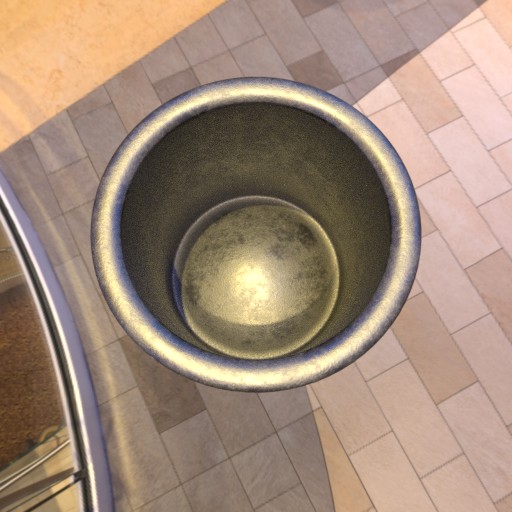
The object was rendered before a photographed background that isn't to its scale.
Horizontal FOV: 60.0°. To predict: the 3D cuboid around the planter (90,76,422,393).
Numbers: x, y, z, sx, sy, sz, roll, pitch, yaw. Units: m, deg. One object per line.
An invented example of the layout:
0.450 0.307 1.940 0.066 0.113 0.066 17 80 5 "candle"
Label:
0.000 0.000 0.218 0.125 0.112 0.125 0 76 0 "planter"
